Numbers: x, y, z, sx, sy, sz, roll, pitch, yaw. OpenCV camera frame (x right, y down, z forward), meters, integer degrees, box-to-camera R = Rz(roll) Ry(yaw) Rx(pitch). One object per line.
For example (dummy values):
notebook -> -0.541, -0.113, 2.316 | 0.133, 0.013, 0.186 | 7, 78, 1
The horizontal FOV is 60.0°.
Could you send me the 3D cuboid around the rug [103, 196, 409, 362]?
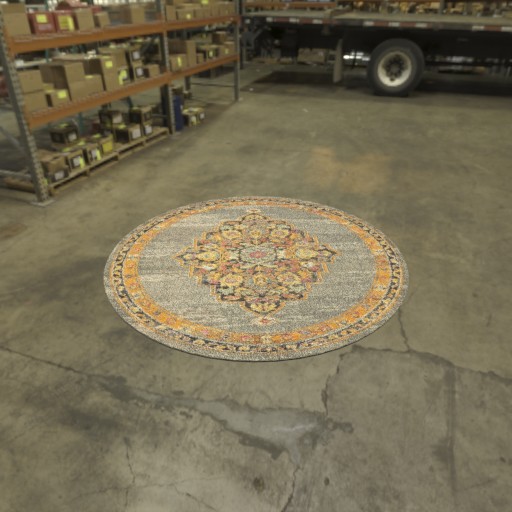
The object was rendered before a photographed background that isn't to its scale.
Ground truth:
rug -> 0.000, 0.000, 2.417 | 1.598, 0.010, 1.598 | 0, 31, 0
